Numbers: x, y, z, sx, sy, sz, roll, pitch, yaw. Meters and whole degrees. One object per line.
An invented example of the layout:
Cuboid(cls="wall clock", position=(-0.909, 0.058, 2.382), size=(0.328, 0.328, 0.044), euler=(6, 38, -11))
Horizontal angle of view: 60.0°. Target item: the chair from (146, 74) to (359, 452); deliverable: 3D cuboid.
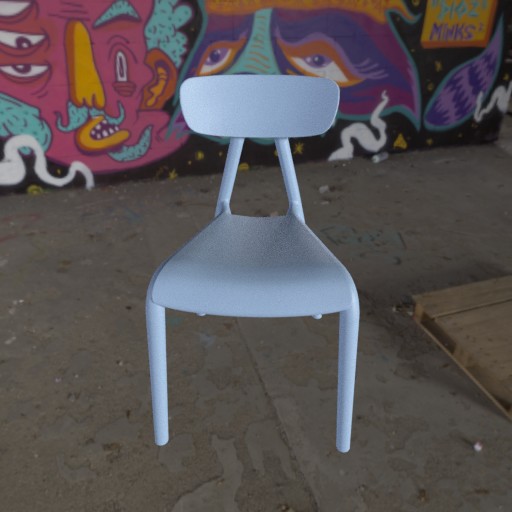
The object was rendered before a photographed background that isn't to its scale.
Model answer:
Cuboid(cls="chair", position=(0.000, 0.000, 0.827), size=(0.356, 0.580, 0.401), euler=(1, 31, 2))
